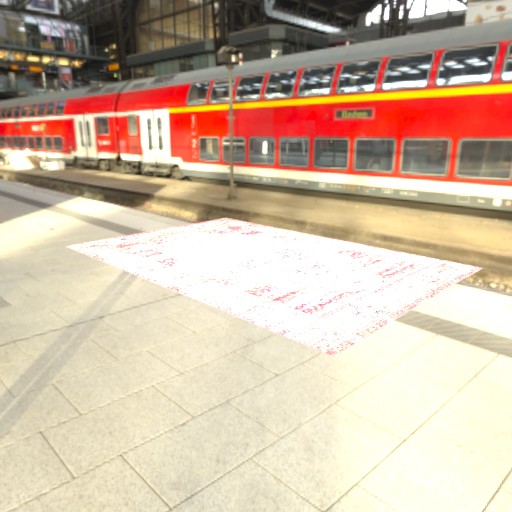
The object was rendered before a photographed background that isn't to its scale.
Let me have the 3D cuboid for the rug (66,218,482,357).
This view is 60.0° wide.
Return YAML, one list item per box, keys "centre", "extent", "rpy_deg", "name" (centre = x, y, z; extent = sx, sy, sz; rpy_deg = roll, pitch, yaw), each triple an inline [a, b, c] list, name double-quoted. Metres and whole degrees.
- centre: [0.000, 0.000, 2.304]
  extent: [1.829, 0.006, 1.219]
  rpy_deg: [15, 21, 43]
  name: "rug"
